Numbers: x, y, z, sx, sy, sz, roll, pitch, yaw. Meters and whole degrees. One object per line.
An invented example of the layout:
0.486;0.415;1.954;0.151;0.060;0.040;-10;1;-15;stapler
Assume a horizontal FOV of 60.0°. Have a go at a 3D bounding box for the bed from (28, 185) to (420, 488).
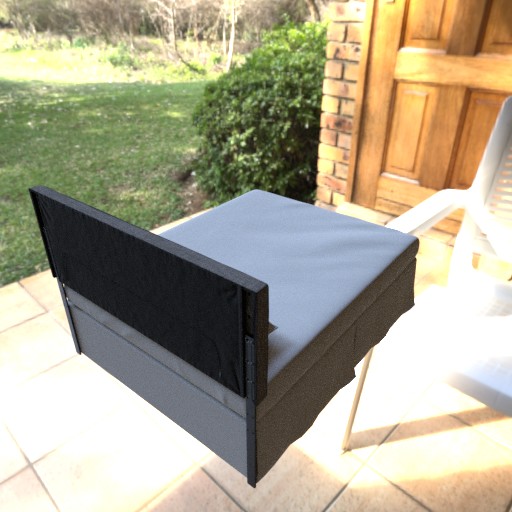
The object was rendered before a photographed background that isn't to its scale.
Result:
0.000;0.000;2.915;1.621;1.168;1.958;22;37;33;bed
